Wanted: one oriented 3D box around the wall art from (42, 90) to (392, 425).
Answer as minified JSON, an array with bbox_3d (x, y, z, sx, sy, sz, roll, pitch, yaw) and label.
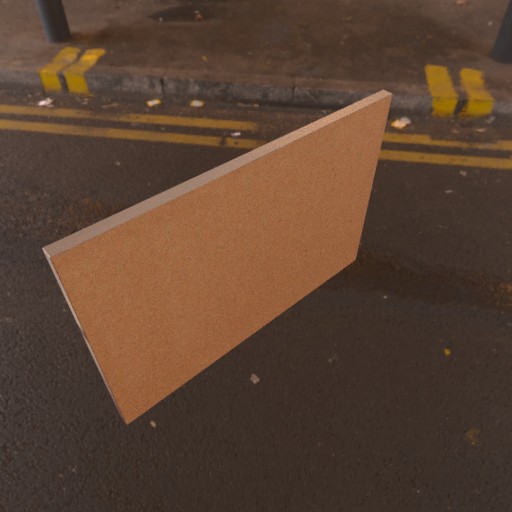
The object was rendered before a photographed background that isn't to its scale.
[{"bbox_3d":[0.000,0.000,0.775,0.615,0.410,0.021,-32,53,-28],"label":"wall art"}]
